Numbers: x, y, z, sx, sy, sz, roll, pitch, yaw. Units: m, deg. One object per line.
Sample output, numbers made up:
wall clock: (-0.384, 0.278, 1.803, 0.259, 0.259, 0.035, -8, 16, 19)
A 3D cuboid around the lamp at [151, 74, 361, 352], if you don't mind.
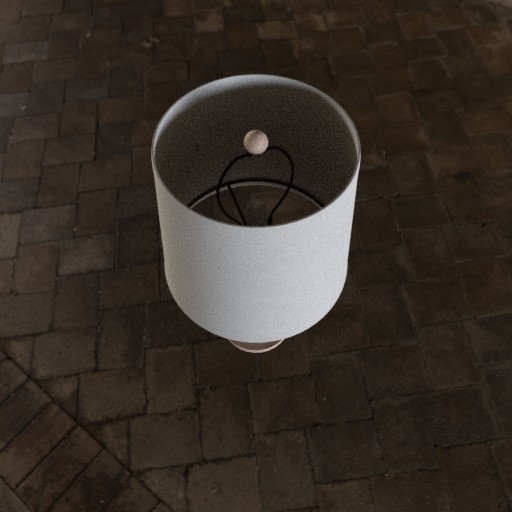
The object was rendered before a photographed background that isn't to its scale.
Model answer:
lamp: (0.000, 0.000, 0.668, 0.273, 0.497, 0.273, 0, 60, 0)
